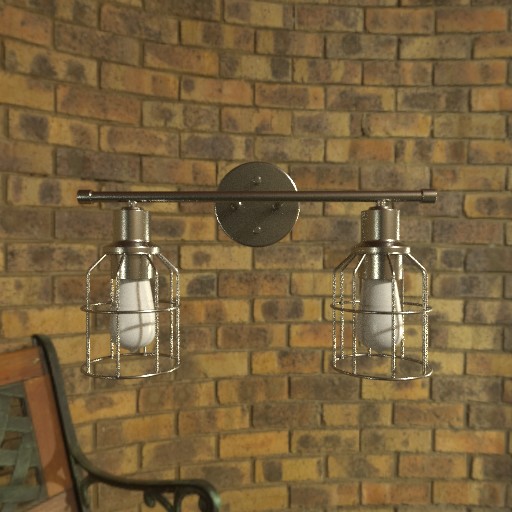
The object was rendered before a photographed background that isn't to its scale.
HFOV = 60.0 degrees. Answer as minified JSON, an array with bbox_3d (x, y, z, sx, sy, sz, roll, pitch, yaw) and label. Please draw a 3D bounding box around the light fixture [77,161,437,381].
[{"bbox_3d":[0.000,0.000,0.535,0.406,0.254,0.165,0,0,1],"label":"light fixture"}]
